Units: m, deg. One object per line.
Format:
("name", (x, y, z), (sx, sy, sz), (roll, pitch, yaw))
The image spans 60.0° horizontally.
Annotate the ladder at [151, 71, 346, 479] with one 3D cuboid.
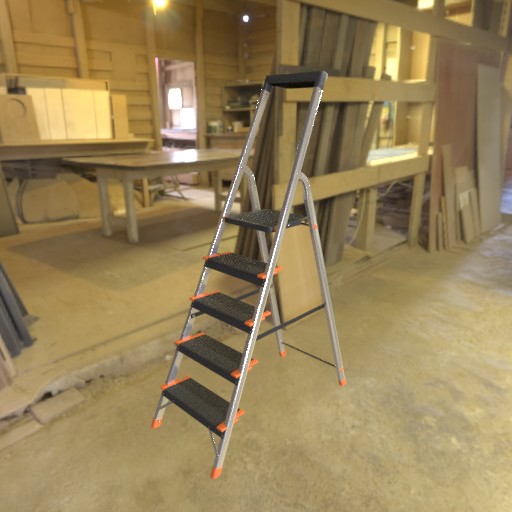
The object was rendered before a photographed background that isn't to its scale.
("ladder", (0.000, 0.000, 2.113), (0.480, 1.646, 0.995), (16, 24, 42))
